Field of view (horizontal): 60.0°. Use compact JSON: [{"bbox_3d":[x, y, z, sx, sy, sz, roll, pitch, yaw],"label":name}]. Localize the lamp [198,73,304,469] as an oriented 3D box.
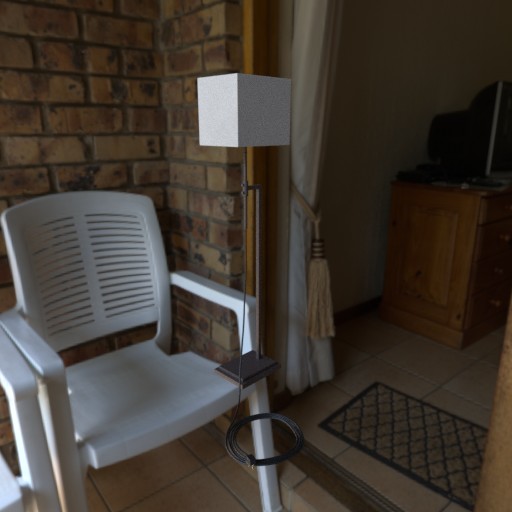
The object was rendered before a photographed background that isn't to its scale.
[{"bbox_3d":[0.000,0.000,2.066,0.698,1.600,0.774,-16,22,-43],"label":"lamp"}]
